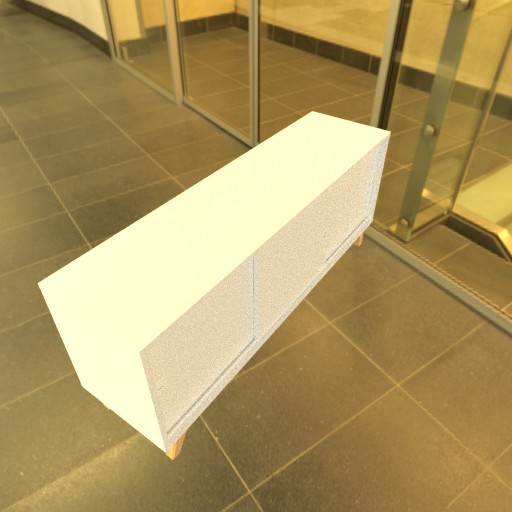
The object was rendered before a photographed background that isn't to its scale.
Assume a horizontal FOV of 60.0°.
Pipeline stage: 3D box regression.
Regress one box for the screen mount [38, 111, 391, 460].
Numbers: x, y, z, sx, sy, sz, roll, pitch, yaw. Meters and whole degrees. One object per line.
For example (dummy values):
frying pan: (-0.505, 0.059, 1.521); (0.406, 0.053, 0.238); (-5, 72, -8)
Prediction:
screen mount: (0.000, 0.000, 1.786); (0.400, 0.619, 1.490); (25, 46, 27)
